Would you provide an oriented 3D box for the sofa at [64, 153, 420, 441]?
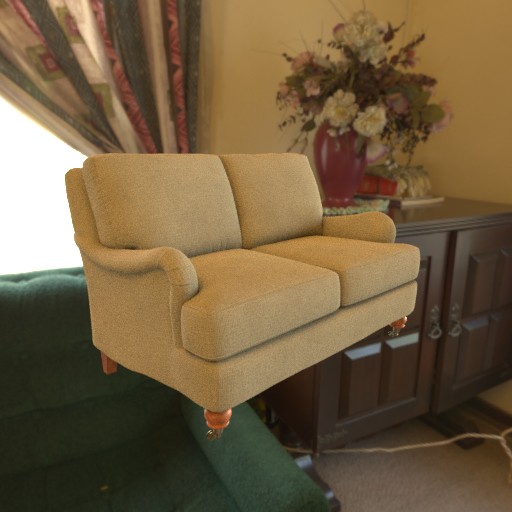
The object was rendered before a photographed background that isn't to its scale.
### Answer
[{"bbox_3d":[0.000,0.000,2.206,1.480,0.999,1.087,-13,18,-43],"label":"sofa"}]
